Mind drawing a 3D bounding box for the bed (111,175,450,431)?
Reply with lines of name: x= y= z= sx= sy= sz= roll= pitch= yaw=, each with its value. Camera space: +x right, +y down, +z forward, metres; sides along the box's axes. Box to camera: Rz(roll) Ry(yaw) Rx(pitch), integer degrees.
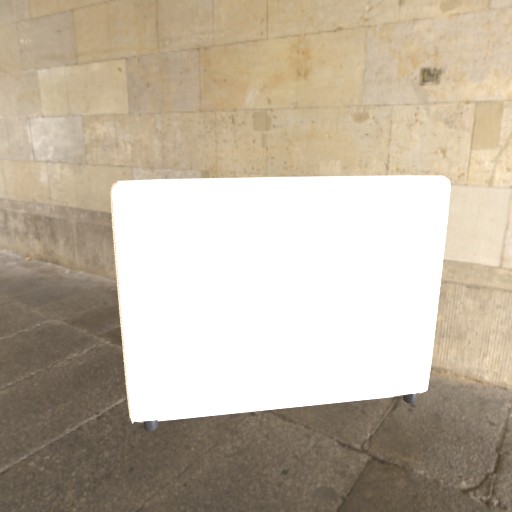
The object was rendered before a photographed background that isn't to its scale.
bed: x=0.000 y=0.000 z=3.285 sx=1.748 sy=1.330 sz=2.142 roll=-3 pitch=15 yaw=-9
